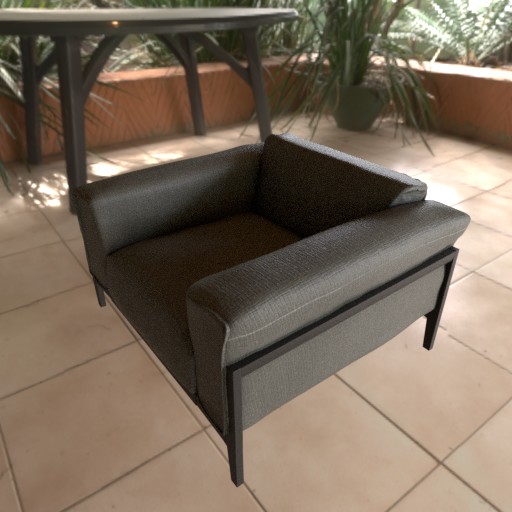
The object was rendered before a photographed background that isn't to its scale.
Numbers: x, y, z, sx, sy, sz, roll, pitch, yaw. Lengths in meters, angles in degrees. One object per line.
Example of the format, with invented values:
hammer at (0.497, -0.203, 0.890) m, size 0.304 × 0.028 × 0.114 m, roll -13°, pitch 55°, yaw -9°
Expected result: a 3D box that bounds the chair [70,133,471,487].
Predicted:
chair at (0.000, 0.000, 1.629) m, size 0.969 × 0.646 × 1.056 m, roll -21°, pitch 37°, yaw -31°
